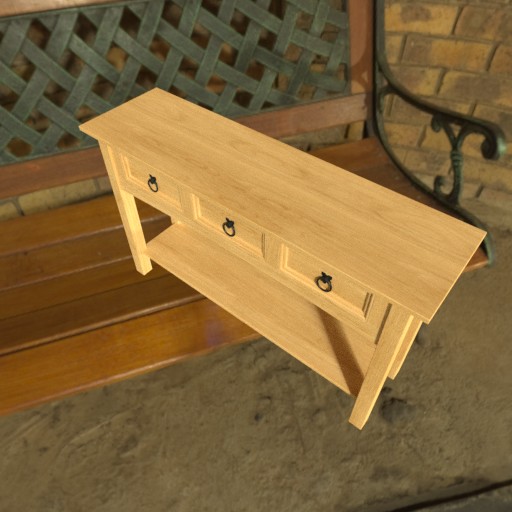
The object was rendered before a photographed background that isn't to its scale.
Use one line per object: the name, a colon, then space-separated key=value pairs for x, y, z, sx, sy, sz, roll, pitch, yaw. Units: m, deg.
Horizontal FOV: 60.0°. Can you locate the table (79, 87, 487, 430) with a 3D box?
table: x=0.000 y=0.000 z=1.573 sx=1.240 sy=0.730 sz=0.350 roll=31 pitch=54 yaw=25
